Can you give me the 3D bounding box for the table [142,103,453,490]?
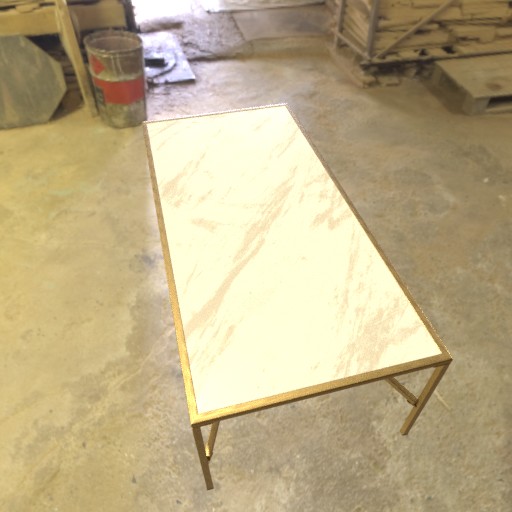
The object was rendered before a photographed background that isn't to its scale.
[{"bbox_3d":[0.000,0.000,1.460,0.577,0.405,1.197,-11,47,-10],"label":"table"}]
